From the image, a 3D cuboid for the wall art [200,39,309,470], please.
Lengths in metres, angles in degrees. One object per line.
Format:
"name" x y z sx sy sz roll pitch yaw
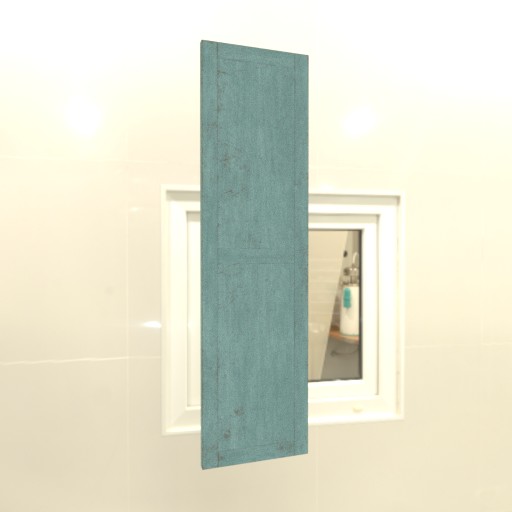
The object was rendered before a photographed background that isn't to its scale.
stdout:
"wall art" 0.000 0.000 1.316 0.329 1.219 0.025 0 1 -18
